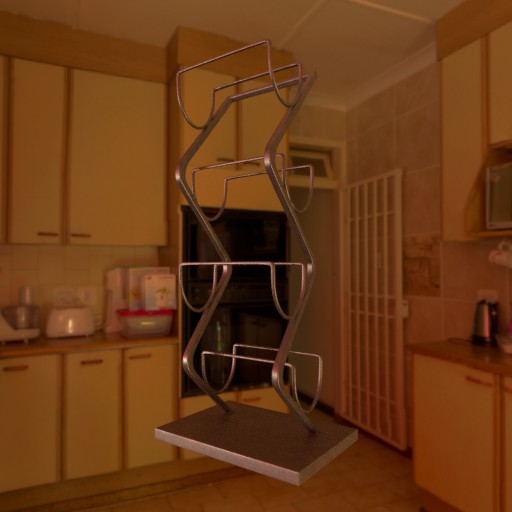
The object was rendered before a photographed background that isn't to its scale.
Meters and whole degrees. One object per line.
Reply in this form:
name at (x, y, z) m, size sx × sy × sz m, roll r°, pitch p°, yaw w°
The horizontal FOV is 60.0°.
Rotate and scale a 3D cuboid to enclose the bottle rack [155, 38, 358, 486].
bottle rack at (0.000, 0.000, 0.683) m, size 0.254 × 0.559 × 0.178 m, roll -1°, pitch -2°, yaw 36°
